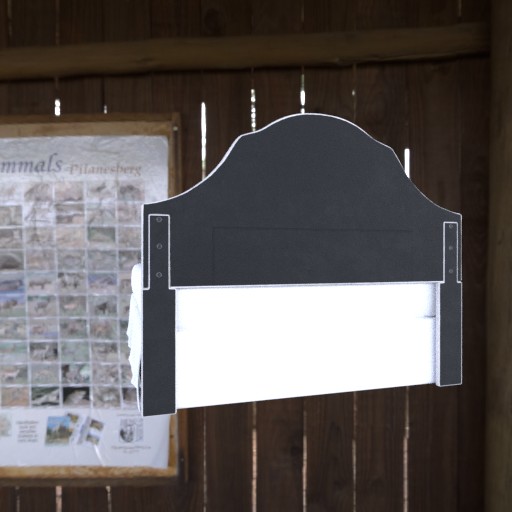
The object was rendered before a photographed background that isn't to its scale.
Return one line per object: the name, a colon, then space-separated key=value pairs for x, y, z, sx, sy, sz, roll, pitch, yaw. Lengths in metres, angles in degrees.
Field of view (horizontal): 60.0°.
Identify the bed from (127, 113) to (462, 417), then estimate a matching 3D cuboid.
bed: x=0.000 y=0.000 z=3.684 sx=2.039 sy=1.617 sz=2.477 roll=0 pitch=0 yaw=-17
